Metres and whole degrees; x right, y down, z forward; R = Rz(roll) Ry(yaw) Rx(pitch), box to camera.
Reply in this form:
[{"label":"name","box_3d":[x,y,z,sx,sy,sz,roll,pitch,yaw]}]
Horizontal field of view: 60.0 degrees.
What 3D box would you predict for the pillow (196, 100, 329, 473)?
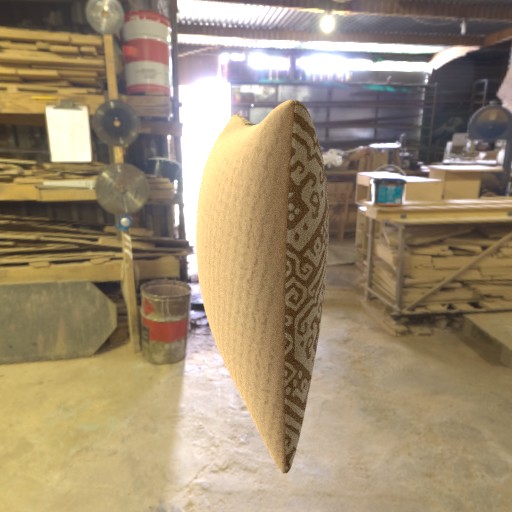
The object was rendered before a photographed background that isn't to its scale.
[{"label":"pillow","box_3d":[0.000,0.000,0.647,0.173,0.407,0.419,-3,16,-9]}]
